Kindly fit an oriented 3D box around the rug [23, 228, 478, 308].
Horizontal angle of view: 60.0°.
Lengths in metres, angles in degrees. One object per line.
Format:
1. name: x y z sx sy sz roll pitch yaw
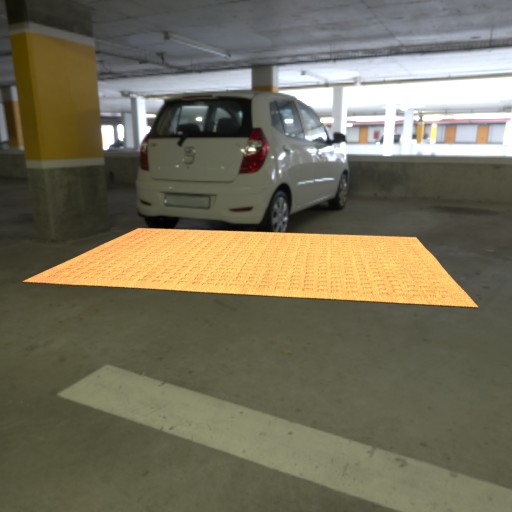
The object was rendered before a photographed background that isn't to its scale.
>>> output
1. rug: 0.000 0.000 2.216 1.747 0.006 1.143 2 15 9
